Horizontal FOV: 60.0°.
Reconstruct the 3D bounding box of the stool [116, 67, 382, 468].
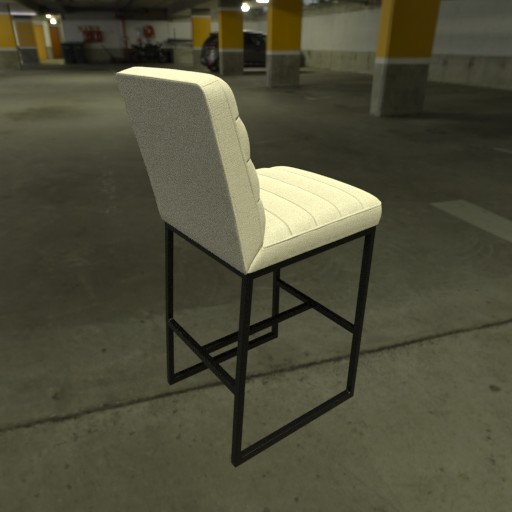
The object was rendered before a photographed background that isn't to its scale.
[{"bbox_3d":[0.000,0.000,1.319,0.560,1.040,0.460,-17,31,-32],"label":"stool"}]
